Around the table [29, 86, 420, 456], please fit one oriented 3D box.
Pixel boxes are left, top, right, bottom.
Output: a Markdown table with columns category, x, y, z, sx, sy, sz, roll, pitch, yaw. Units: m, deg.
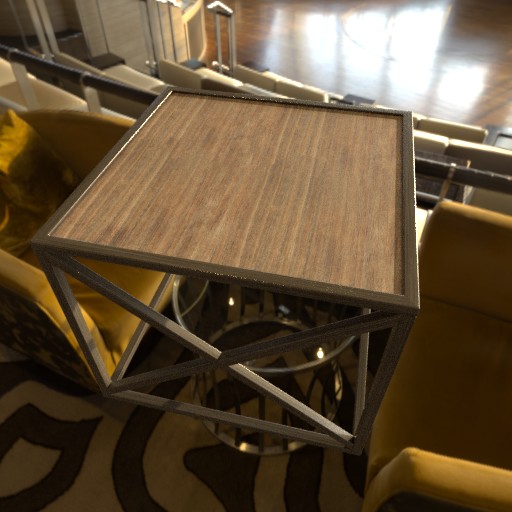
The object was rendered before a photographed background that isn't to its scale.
| category | x | y | z | sx | sy | sz | roll | pitch | yaw |
| --- | --- | --- | --- | --- | --- | --- | --- | --- | --- |
| table | 0.000 | 0.000 | 1.054 | 0.611 | 0.507 | 0.609 | 9 | 45 | 9 |
